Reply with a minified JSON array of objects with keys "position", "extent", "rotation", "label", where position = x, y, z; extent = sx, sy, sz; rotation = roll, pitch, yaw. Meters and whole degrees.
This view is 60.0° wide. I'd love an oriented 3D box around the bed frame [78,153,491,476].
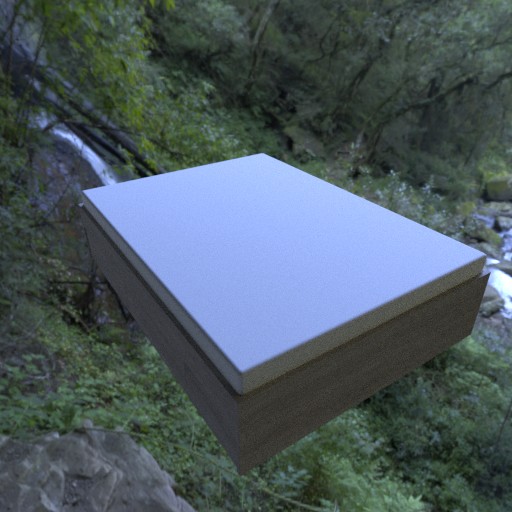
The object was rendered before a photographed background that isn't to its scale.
[{"position":[0.000,0.000,2.578],"extent":[1.448,0.490,1.944],"rotation":[-19,35,-29],"label":"bed frame"}]
